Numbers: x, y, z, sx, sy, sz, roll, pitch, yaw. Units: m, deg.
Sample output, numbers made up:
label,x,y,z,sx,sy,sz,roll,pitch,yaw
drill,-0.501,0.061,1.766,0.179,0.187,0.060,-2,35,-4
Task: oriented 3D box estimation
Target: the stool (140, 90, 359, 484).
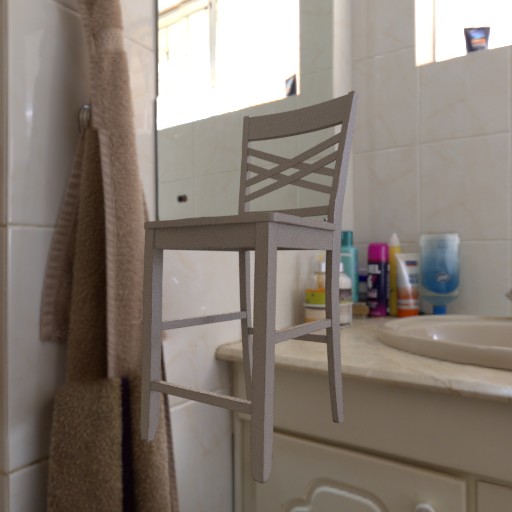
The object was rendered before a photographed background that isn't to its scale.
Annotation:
label,x,y,z,sx,sy,sz,roll,pitch,yaw
stool,0.000,0.000,1.375,0.462,1.079,0.539,0,-1,36
